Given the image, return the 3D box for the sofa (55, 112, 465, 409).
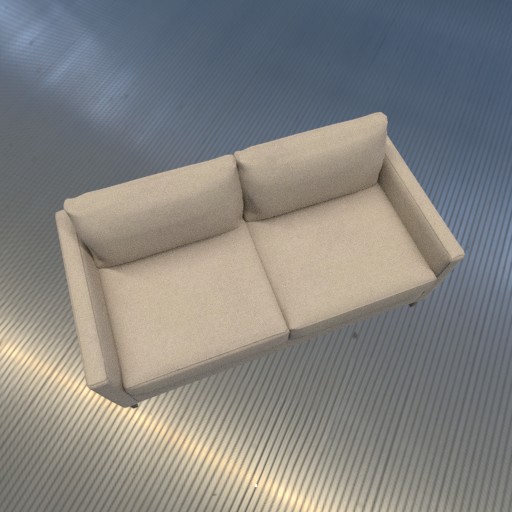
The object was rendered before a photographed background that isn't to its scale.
[{"bbox_3d":[0.000,0.000,2.151,1.682,0.840,0.875,-18,64,-9],"label":"sofa"}]
